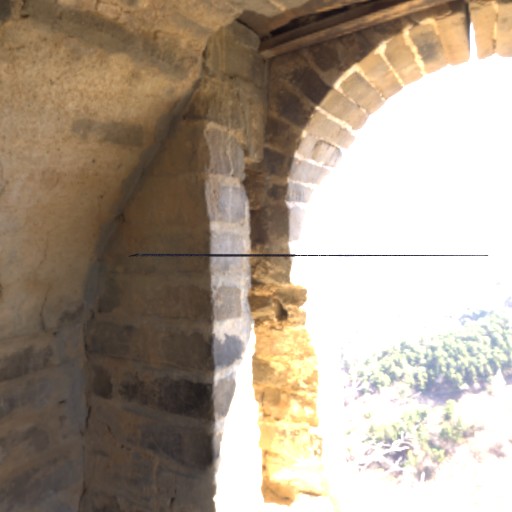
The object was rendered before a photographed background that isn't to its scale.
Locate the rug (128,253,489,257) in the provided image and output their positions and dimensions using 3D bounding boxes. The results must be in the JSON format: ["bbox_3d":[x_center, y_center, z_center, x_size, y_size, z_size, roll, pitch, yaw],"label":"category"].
[{"bbox_3d":[0.000,0.000,3.753,2.053,0.011,2.940,0,0,-17],"label":"rug"}]
